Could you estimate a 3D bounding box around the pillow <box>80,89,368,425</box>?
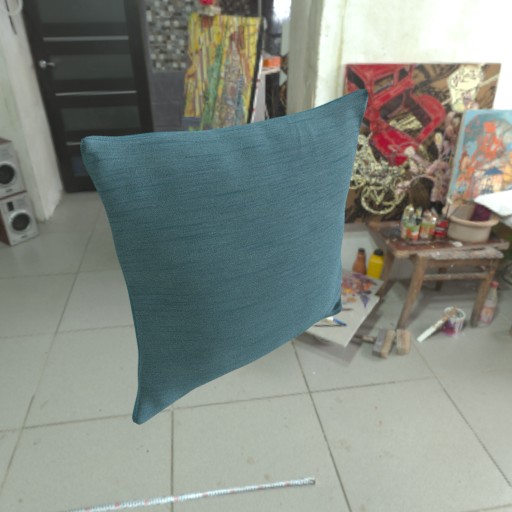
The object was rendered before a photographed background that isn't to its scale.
[{"bbox_3d":[0.000,0.000,0.642,0.433,0.415,0.151,-22,37,-33],"label":"pillow"}]
